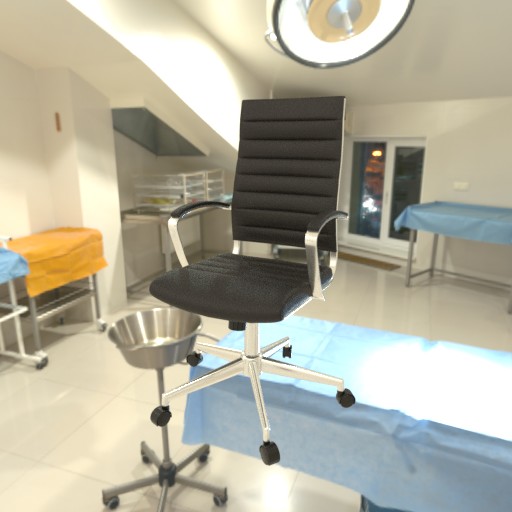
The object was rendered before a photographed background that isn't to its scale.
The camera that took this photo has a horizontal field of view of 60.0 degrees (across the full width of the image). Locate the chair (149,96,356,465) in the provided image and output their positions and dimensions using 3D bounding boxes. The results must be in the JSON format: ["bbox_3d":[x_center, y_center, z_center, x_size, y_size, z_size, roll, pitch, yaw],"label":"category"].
[{"bbox_3d":[0.000,0.000,1.643,0.766,1.149,0.739,8,17,26],"label":"chair"}]
